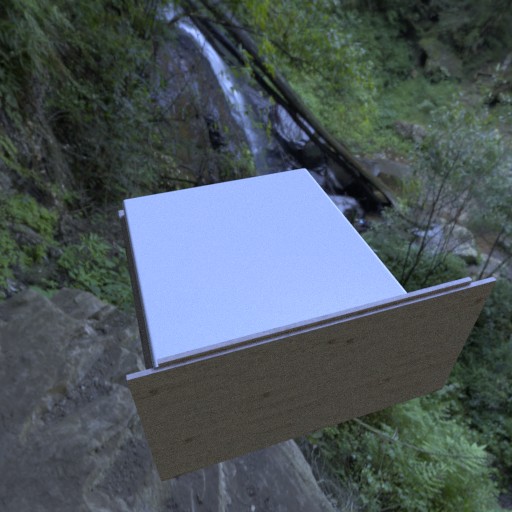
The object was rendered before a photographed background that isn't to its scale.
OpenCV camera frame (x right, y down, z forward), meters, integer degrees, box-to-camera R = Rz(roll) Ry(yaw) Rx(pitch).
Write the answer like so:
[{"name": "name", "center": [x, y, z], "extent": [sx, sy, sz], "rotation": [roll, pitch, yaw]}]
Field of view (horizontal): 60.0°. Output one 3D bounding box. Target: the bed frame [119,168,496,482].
[{"name": "bed frame", "center": [0.000, 0.000, 2.977], "extent": [1.750, 0.970, 2.080], "rotation": [-12, 43, -14]}]
